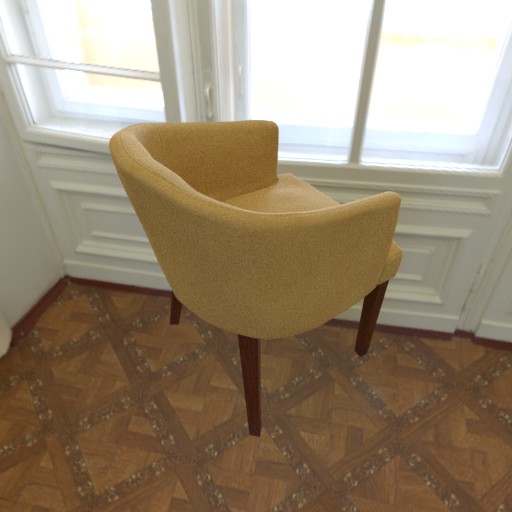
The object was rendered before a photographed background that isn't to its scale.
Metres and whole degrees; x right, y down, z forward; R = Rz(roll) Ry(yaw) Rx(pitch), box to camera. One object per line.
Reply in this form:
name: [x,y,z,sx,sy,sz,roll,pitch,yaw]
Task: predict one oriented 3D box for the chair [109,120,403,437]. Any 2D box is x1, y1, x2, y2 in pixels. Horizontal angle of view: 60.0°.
chair: [0.000,0.000,1.273,0.655,0.811,0.583,-24,46,-25]
